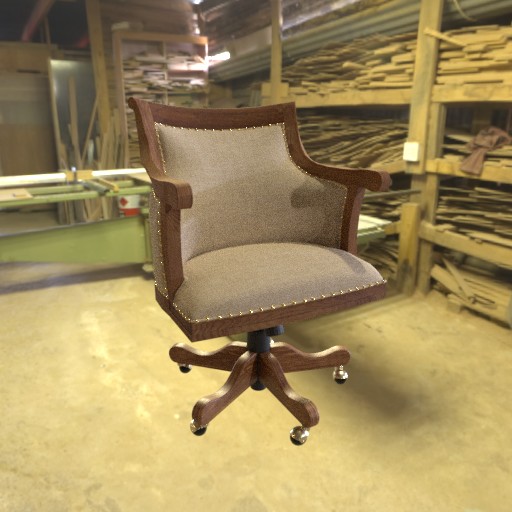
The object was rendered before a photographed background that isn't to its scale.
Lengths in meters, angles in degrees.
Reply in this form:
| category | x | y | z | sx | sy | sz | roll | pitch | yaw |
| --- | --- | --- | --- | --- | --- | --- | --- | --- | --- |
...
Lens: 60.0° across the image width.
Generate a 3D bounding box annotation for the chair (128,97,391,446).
| category | x | y | z | sx | sy | sz | roll | pitch | yaw |
| --- | --- | --- | --- | --- | --- | --- | --- | --- | --- |
| chair | 0.000 | 0.000 | 1.412 | 0.656 | 0.965 | 0.689 | -9 | 19 | -27 |
